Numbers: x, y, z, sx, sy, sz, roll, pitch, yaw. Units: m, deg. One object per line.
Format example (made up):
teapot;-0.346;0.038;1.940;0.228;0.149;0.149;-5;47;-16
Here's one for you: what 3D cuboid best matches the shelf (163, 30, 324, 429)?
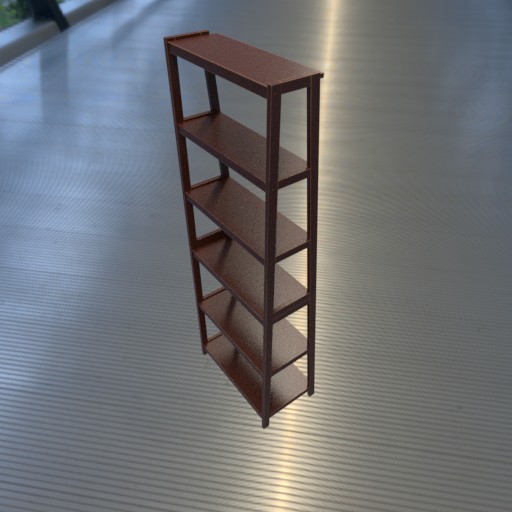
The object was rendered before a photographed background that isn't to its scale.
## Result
shelf;0.000;0.000;2.157;0.381;1.892;0.660;-26;46;-27
